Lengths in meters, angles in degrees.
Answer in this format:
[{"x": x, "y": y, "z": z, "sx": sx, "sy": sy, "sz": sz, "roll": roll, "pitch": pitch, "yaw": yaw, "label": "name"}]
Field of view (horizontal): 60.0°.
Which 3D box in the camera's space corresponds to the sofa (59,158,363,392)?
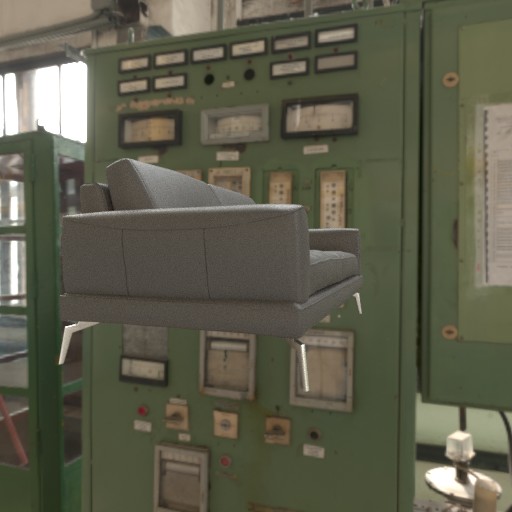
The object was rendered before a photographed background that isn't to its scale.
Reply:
[{"x": 0.000, "y": 0.000, "z": 2.726, "sx": 1.121, "sy": 0.930, "sz": 2.177, "roll": 0, "pitch": 1, "yaw": 19, "label": "sofa"}]
